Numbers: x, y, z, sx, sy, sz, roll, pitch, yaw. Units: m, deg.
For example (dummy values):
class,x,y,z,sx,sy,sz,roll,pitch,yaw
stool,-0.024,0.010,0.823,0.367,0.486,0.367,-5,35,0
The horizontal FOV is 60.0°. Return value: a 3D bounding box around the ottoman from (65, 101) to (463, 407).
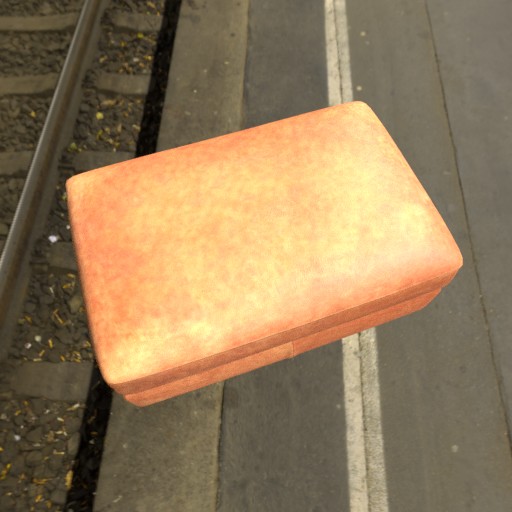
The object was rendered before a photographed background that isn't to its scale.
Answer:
class,x,y,z,sx,sy,sz,roll,pitch,yaw
ottoman,0.000,0.000,1.210,0.852,0.507,0.565,-17,64,-9
